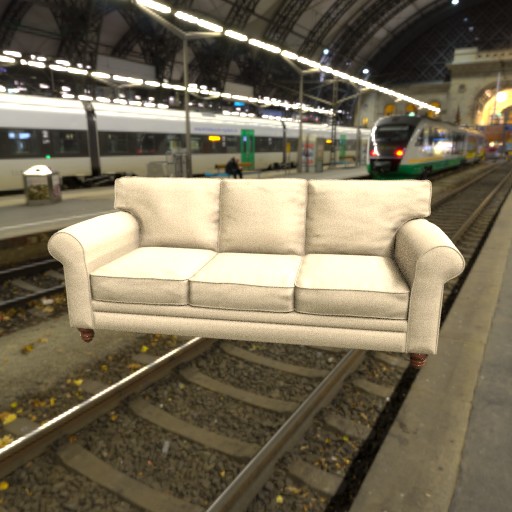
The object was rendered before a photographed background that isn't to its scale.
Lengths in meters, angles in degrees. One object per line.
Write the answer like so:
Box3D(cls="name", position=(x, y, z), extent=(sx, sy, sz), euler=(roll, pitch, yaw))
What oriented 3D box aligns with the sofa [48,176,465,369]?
Box3D(cls="sofa", position=(0.000, 0.000, 2.664), extent=(2.118, 0.889, 0.998), euler=(2, 14, 10))
